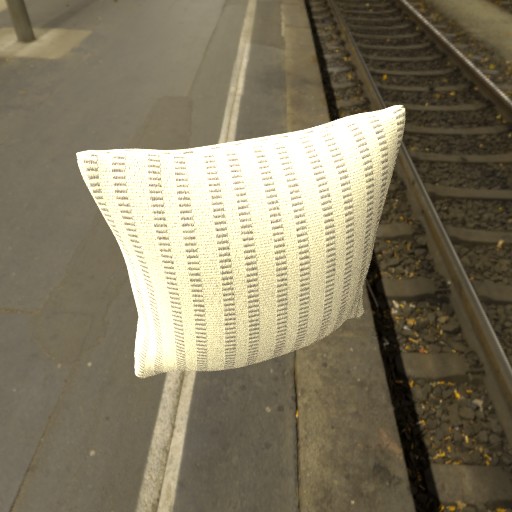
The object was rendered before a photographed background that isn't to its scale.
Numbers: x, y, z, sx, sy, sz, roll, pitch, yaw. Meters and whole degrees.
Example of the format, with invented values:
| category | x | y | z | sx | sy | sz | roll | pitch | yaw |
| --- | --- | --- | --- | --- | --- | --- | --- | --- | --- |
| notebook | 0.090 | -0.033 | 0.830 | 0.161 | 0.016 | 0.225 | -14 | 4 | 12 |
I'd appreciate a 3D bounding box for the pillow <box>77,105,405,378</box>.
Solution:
| category | x | y | z | sx | sy | sz | roll | pitch | yaw |
| --- | --- | --- | --- | --- | --- | --- | --- | --- | --- |
| pillow | 0.000 | 0.000 | 0.684 | 0.438 | 0.419 | 0.247 | -13 | 42 | -15 |
